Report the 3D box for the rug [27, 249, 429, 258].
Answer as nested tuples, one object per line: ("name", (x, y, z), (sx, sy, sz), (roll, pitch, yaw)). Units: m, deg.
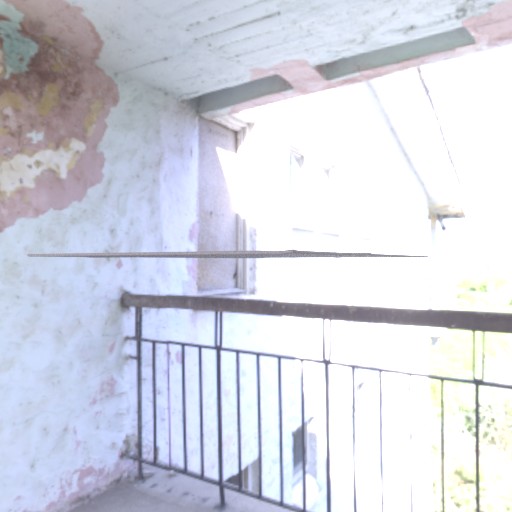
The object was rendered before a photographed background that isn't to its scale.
("rug", (0.000, 0.000, 4.135), (2.434, 0.032, 3.007), (0, -1, 33))
